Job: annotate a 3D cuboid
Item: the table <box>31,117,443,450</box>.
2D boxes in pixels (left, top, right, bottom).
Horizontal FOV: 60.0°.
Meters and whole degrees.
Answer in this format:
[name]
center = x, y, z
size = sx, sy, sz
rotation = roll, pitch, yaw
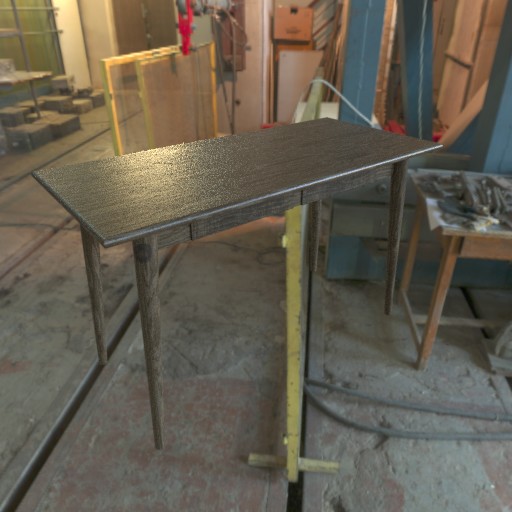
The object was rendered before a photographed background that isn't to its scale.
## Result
[table]
center = 0.000, 0.000, 1.700
size = 1.300, 0.780, 0.599
rotation = -21, 35, -32
